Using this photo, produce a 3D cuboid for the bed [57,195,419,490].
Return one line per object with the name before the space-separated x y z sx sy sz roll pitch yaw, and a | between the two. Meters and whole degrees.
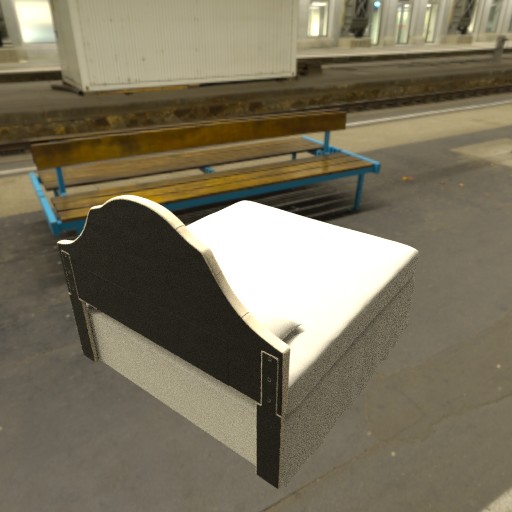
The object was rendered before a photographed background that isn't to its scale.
bed | 0.000 0.000 3.432 2.012 1.555 2.086 20 34 32
